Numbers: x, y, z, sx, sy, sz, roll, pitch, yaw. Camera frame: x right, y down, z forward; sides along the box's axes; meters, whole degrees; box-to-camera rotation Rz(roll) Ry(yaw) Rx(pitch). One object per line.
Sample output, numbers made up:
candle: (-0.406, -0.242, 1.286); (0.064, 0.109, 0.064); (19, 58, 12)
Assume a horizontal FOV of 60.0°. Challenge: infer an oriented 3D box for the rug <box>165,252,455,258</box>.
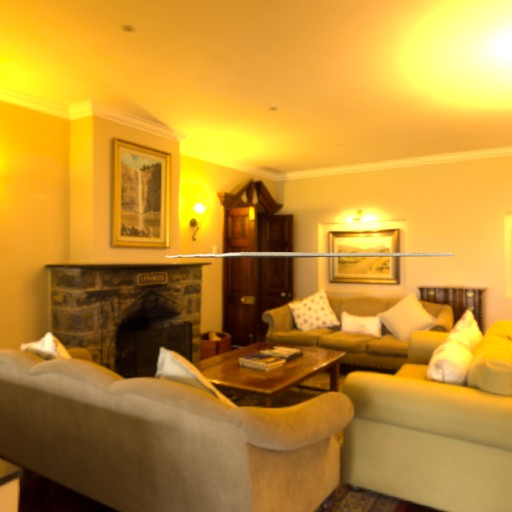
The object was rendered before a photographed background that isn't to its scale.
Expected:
rug: (0.000, 0.000, 2.678); (0.857, 0.018, 2.383); (0, 0, -17)
